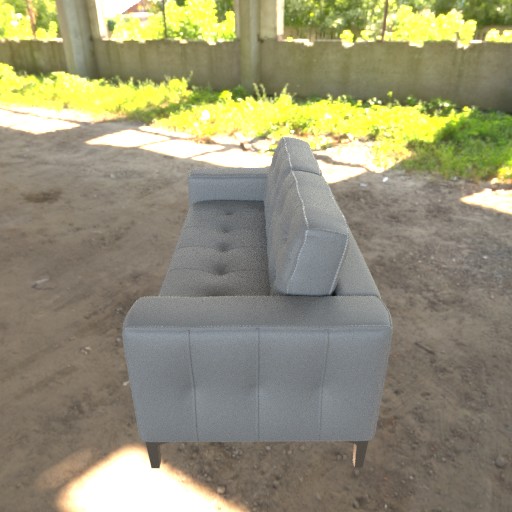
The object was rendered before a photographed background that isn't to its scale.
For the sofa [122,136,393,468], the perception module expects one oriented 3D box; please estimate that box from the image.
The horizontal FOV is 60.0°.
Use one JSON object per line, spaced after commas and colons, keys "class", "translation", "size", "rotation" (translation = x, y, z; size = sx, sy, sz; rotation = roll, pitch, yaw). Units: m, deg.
{"class": "sofa", "translation": [0.000, 0.000, 2.141], "size": [0.833, 0.892, 1.726], "rotation": [0, 27, 0]}
